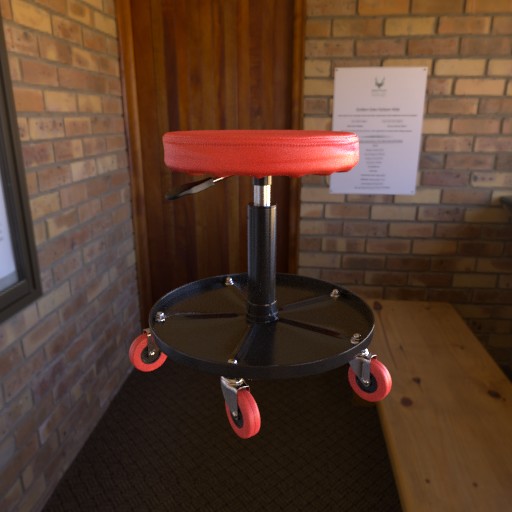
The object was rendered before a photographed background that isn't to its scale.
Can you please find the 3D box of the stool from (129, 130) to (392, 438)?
[{"bbox_3d":[0.000,0.000,0.676,0.382,0.365,0.381,-8,19,-25],"label":"stool"}]
